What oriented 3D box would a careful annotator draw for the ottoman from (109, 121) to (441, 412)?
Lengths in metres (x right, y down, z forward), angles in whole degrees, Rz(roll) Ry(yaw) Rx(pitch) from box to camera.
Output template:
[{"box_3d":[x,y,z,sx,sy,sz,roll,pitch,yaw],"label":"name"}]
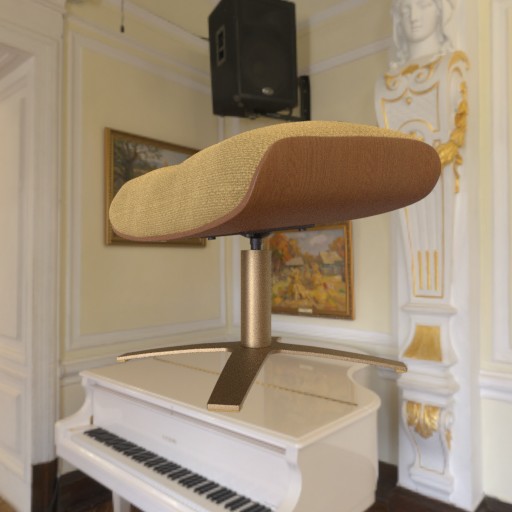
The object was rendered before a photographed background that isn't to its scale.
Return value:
[{"box_3d":[0.000,0.000,0.801,0.394,0.391,0.520,1,-1,-36],"label":"ottoman"}]
